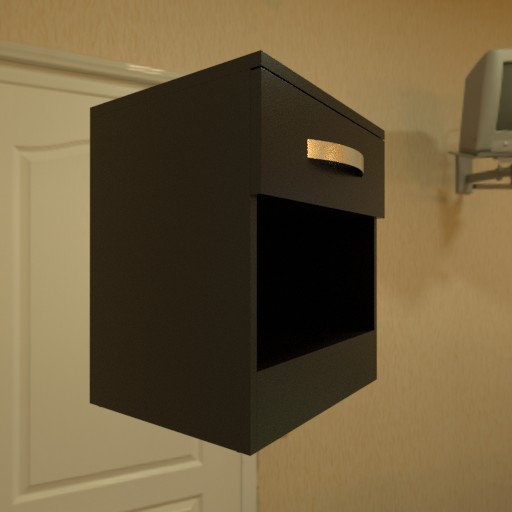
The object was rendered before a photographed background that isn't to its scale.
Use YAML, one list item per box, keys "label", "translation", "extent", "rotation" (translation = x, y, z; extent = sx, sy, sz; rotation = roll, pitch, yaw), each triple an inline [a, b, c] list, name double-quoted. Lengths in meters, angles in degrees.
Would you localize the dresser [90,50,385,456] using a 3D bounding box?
- label: "dresser"
  translation: [0.000, 0.000, 0.758]
  extent: [0.360, 0.470, 0.400]
  rotation: [0, 0, 36]
